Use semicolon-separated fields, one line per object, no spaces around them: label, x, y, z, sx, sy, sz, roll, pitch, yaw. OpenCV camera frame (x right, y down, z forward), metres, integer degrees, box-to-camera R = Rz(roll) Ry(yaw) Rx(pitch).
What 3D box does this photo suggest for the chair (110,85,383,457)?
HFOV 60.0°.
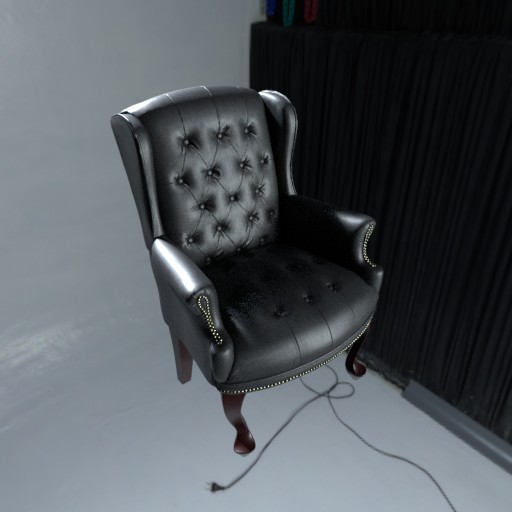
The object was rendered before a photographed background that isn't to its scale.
chair;0.000;0.000;1.674;0.831;1.133;0.822;-21;36;-32
